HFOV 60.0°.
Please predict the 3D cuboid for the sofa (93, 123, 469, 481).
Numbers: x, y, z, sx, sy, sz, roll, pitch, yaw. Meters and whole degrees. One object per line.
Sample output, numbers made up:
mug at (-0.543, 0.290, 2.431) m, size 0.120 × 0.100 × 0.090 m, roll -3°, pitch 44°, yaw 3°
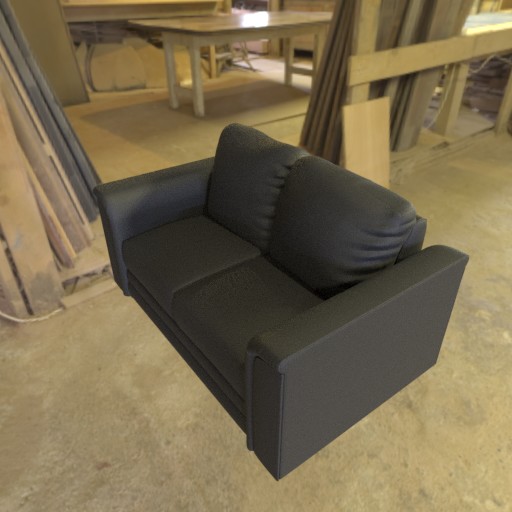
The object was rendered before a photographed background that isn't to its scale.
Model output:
sofa at (0.000, 0.000, 1.925) m, size 0.887 × 0.845 × 1.386 m, roll -22°, pitch 39°, yaw -30°
